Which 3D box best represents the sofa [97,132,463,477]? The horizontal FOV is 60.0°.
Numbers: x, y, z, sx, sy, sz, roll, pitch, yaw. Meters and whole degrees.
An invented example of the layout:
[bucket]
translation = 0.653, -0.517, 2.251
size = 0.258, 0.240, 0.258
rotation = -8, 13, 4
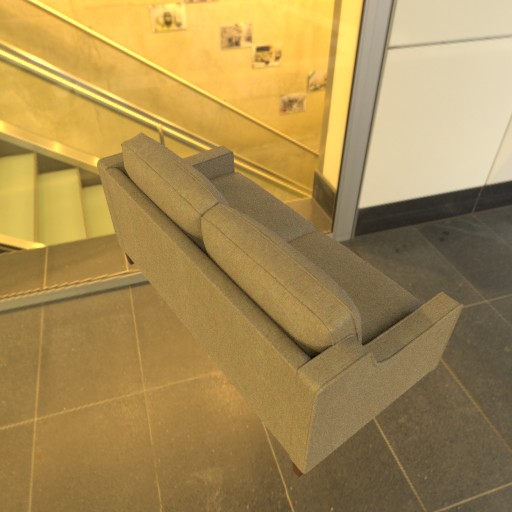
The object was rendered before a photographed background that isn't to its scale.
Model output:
[sofa]
translation = 0.000, 0.000, 2.773
size = 1.073, 1.074, 2.181
rotation = -26, 47, -27
